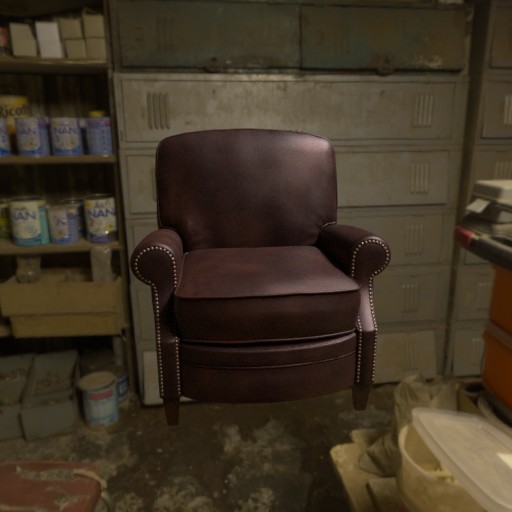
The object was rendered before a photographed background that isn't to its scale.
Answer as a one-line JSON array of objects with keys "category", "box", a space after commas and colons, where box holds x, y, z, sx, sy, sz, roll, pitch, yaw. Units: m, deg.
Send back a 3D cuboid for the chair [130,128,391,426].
[{"category": "chair", "box": [0.000, 0.000, 1.838, 0.936, 1.018, 0.986, -2, 16, -7]}]
